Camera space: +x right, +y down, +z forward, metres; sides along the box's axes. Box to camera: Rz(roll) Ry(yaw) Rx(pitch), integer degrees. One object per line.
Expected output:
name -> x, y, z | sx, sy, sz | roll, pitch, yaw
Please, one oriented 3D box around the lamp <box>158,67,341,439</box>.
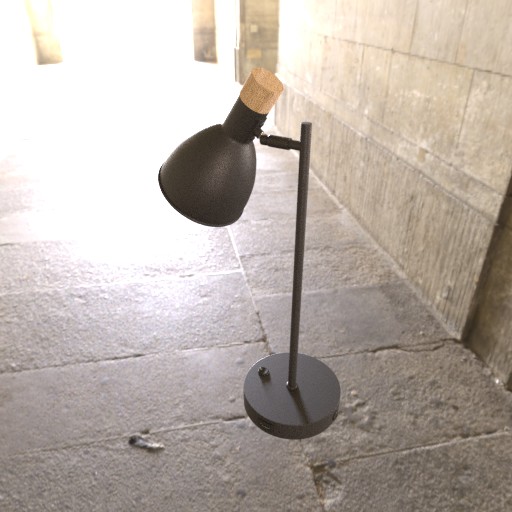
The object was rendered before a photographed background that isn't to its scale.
lamp -> 0.000, 0.000, 0.612 | 0.287, 0.483, 0.152 | 18, 35, 29
